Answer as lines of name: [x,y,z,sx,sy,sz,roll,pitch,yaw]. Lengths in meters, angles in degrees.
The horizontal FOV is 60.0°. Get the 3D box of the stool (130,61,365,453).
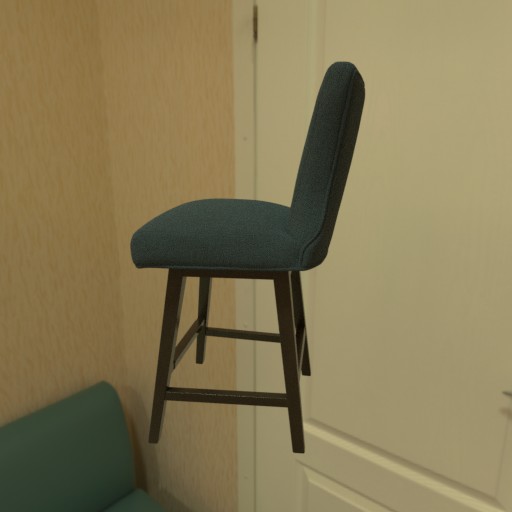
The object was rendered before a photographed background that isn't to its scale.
stool: [0.000,0.000,1.327,0.574,1.000,0.514,2,15,9]
